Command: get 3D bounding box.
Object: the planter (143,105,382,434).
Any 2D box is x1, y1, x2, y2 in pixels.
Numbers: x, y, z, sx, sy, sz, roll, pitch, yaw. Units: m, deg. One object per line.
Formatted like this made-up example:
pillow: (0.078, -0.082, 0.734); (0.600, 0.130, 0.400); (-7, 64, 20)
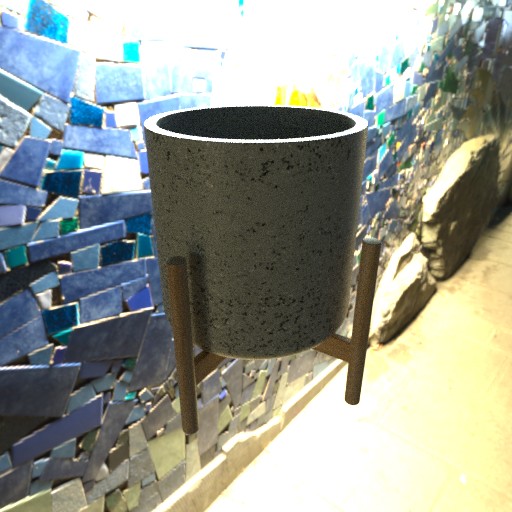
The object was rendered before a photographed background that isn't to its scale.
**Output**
planter: (0.000, 0.000, 0.704); (0.360, 0.419, 0.360); (-17, 31, -31)
